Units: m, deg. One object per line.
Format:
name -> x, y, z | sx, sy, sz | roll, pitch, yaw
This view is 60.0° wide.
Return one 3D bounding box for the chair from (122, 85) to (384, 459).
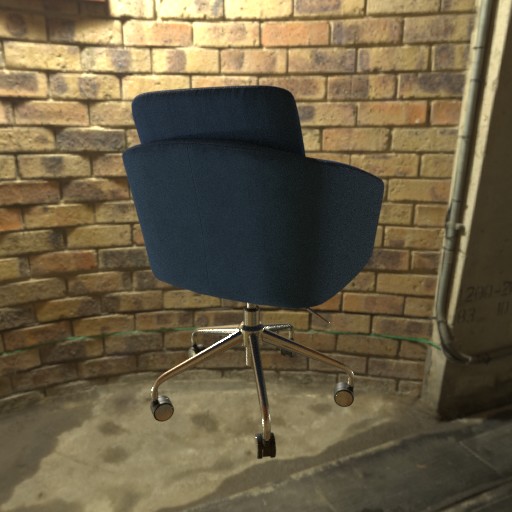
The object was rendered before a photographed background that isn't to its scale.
chair -> 0.000, 0.000, 1.342 | 0.641, 0.908, 0.635 | 8, 17, 27
